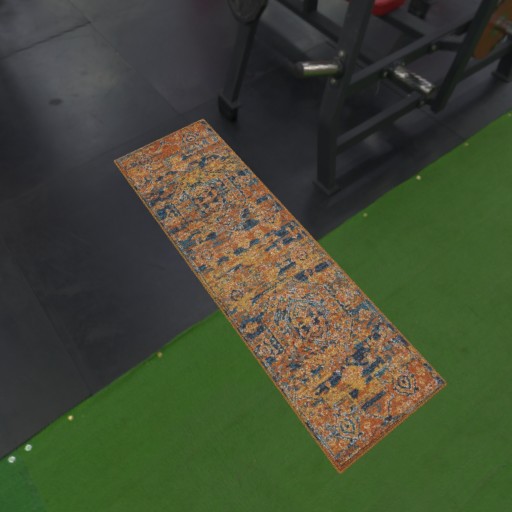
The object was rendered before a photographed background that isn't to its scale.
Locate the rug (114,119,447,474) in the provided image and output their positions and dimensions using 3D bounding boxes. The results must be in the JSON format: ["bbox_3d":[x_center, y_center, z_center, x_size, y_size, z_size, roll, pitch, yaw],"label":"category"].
[{"bbox_3d":[0.000,0.000,2.033,0.556,0.013,1.820,-31,64,-17],"label":"rug"}]
